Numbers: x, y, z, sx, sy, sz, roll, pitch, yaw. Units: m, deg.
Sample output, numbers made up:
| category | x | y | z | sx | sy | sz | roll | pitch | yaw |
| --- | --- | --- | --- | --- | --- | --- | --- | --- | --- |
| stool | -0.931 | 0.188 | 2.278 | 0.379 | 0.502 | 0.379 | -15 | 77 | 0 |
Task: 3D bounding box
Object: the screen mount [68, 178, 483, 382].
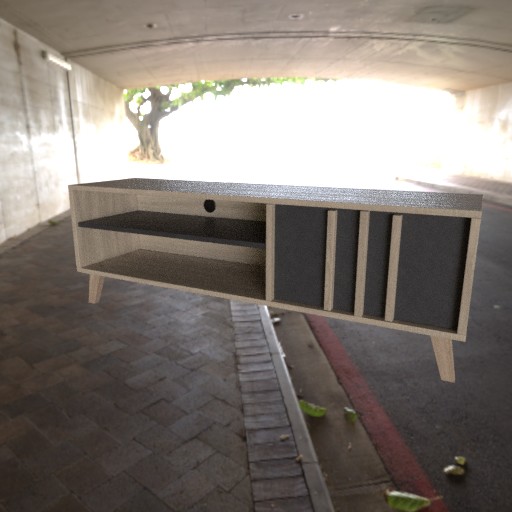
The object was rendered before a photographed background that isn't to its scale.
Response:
| category | x | y | z | sx | sy | sz | roll | pitch | yaw |
| --- | --- | --- | --- | --- | --- | --- | --- | --- | --- |
| screen mount | 0.000 | 0.000 | 1.699 | 1.500 | 0.509 | 0.401 | 7 | 16 | 26 |
